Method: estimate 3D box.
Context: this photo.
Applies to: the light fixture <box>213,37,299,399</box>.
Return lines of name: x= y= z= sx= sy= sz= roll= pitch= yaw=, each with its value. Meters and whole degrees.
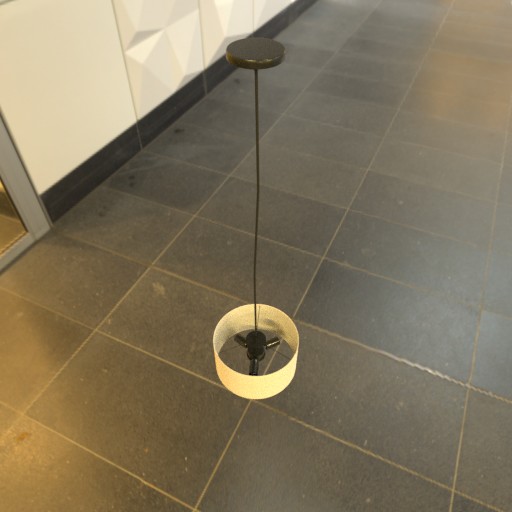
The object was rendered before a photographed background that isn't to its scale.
light fixture: x=0.000 y=0.000 z=1.672 sx=0.399 sy=1.516 sz=0.399 roll=0 pitch=46 yaw=0
